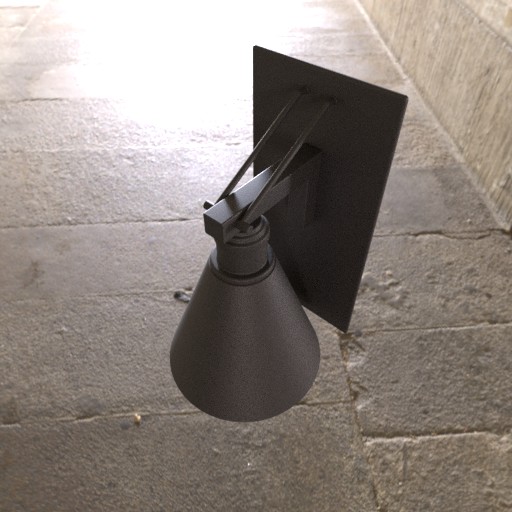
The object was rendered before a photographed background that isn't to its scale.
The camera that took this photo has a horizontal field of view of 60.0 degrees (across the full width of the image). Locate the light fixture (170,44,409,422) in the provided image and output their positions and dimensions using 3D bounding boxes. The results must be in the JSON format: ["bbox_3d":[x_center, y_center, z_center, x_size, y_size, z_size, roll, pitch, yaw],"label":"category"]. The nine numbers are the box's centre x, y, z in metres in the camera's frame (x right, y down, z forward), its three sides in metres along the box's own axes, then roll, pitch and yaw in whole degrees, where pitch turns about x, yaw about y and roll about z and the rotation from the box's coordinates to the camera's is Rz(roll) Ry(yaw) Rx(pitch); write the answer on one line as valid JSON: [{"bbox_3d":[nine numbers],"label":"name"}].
[{"bbox_3d":[0.000,0.000,0.414,0.170,0.298,0.207,32,54,27],"label":"light fixture"}]
